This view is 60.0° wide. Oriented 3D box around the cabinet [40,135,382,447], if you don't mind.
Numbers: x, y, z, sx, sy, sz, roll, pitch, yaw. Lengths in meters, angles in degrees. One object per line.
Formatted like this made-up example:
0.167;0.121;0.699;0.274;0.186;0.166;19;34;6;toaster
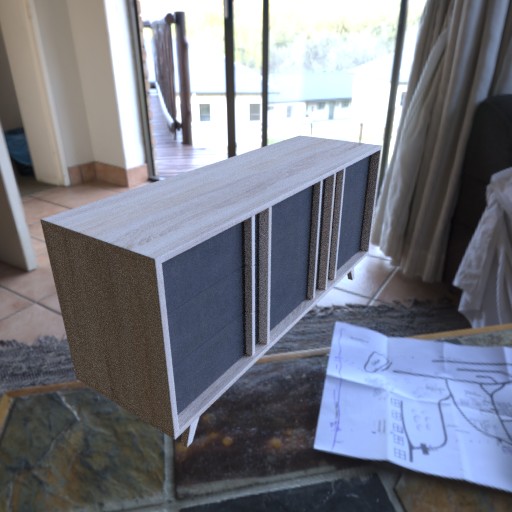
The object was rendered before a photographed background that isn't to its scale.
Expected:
0.000;0.000;2.032;0.500;0.780;1.650;16;30;30;cabinet
